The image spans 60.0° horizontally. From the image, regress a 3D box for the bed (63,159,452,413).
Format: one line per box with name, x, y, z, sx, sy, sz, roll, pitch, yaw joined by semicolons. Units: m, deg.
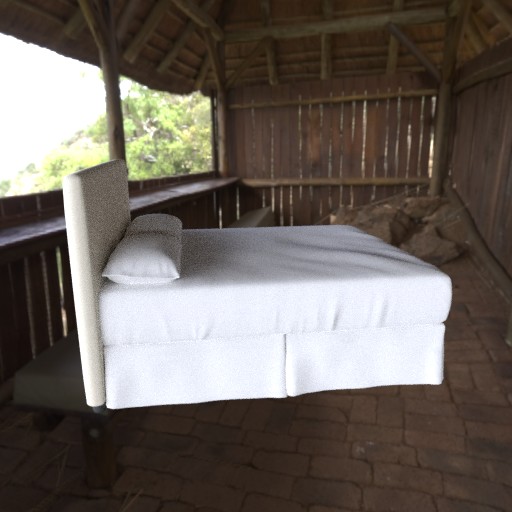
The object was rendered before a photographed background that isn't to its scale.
bed;0.000;0.000;3.202;2.147;1.330;1.714;-2;15;-9
